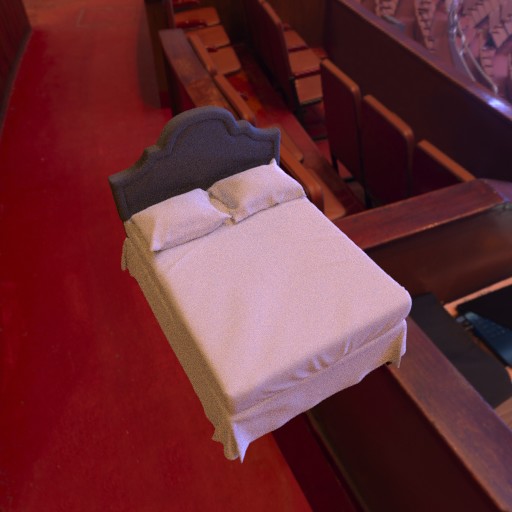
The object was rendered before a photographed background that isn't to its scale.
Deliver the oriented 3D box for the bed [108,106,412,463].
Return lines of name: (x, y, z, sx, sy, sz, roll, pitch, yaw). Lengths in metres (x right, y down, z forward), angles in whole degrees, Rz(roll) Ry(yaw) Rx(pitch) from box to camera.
bed: (0.000, 0.000, 3.505, 1.780, 1.634, 2.222, -23, 50, -21)
